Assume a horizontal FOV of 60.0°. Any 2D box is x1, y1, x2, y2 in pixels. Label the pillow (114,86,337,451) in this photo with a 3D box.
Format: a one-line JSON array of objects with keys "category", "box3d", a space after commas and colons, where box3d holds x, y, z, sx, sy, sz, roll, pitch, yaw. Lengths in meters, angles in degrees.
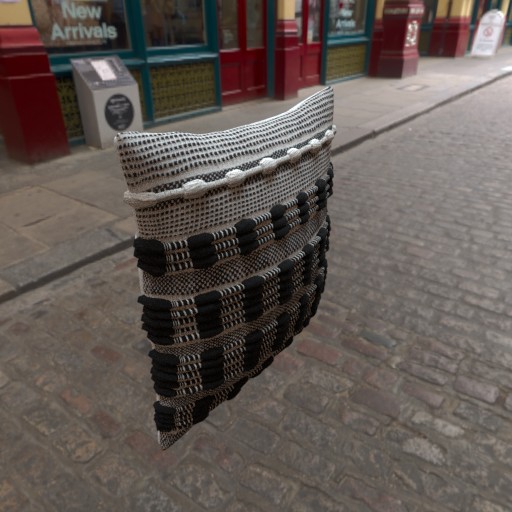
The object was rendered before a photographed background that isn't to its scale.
[{"category": "pillow", "box3d": [0.000, 0.000, 0.667, 0.156, 0.438, 0.436, 19, 33, 31]}]
